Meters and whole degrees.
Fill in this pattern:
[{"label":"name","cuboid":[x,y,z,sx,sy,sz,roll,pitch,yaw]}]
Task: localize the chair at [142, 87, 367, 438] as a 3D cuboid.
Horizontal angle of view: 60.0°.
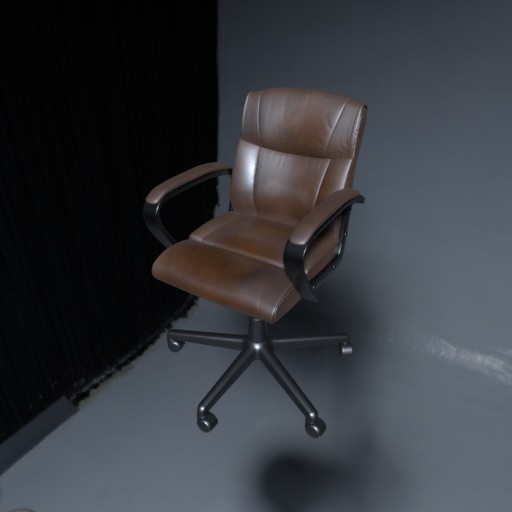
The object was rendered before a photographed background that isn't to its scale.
[{"label":"chair","cuboid":[0.000,0.000,1.512,0.739,1.004,0.717,18,33,29]}]
